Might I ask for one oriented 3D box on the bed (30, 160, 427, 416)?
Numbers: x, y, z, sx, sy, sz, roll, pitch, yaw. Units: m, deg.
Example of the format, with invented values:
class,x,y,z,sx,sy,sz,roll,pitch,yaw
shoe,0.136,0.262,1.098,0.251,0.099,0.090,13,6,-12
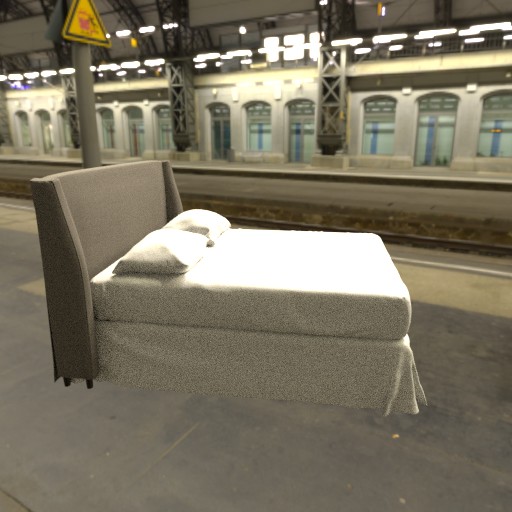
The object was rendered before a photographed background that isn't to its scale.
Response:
class,x,y,z,sx,sy,sz,roll,pitch,yaw
bed,0.000,0.000,3.356,2.276,1.332,1.925,2,15,9
